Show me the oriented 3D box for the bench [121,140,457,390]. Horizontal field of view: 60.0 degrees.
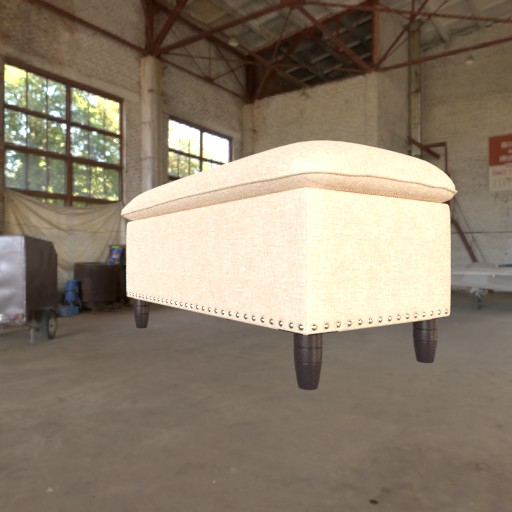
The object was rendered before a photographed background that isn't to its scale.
[{"bbox_3d":[0.000,0.000,1.257,0.483,0.483,0.991,0,0,-35],"label":"bench"}]
